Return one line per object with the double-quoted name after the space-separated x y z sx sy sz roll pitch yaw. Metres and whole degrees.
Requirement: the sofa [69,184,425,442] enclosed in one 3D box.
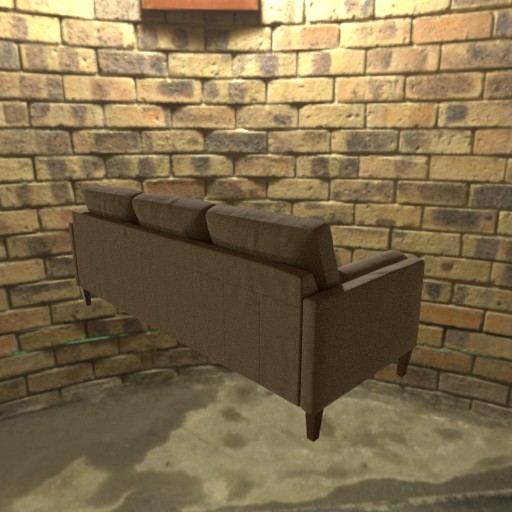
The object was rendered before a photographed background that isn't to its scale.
0.000 0.000 2.844 1.506 0.875 2.178 -14 20 -42 "sofa"
